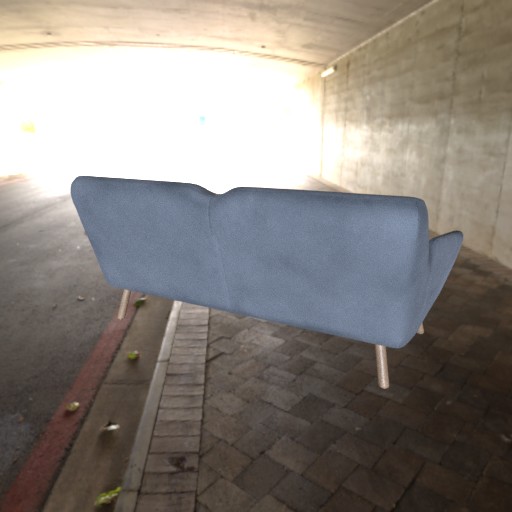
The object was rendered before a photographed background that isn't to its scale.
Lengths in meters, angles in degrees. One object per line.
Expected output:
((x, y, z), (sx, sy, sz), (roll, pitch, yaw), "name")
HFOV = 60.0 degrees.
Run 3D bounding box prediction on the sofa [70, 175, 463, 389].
((0.000, 0.000, 2.276), (1.870, 0.810, 0.850), (8, 18, 27), "sofa")
